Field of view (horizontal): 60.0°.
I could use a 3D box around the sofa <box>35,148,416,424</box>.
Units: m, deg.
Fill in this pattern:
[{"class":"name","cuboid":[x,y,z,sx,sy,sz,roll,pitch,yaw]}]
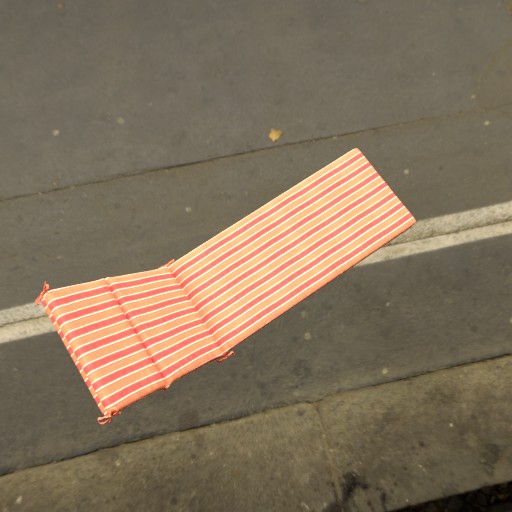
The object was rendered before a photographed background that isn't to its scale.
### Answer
[{"class":"sofa","cuboid":[0.000,0.000,1.983,1.663,0.622,0.582,-33,77,-8]}]
